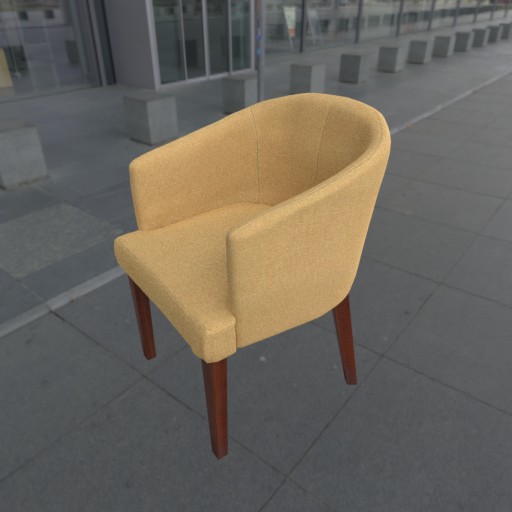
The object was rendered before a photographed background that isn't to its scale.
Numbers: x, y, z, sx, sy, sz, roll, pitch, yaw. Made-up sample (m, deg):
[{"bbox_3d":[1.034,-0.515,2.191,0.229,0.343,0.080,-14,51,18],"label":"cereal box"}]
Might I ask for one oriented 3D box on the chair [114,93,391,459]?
[{"bbox_3d":[0.000,0.000,1.278,0.655,0.811,0.583,-21,36,-31],"label":"chair"}]
